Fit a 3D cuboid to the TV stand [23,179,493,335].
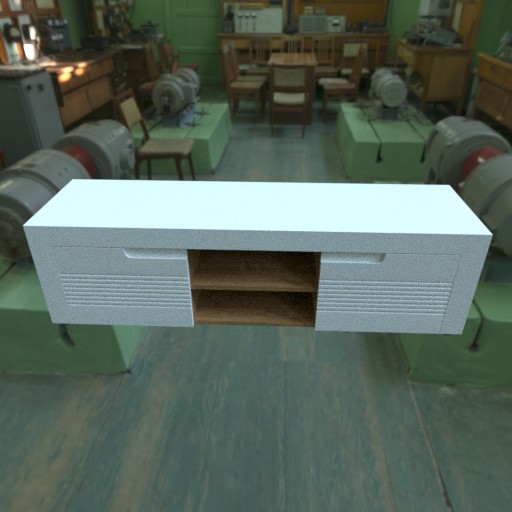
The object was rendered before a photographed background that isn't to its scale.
[{"bbox_3d":[0.000,0.000,1.703,1.500,0.440,0.410,1,31,2],"label":"TV stand"}]
